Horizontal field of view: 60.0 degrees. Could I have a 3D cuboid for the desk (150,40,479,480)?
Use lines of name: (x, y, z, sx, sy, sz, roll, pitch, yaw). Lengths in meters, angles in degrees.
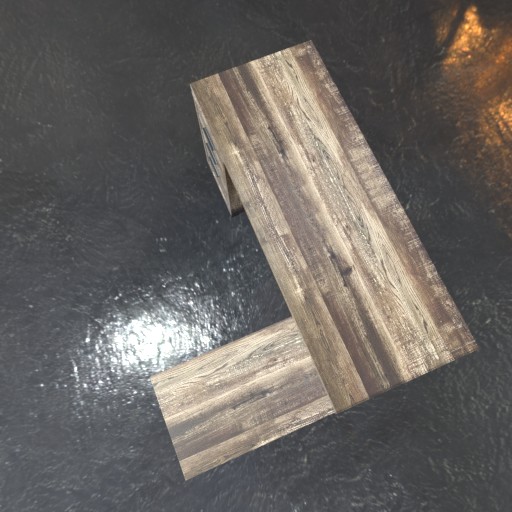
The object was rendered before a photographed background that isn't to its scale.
desk: (0.000, 0.000, 2.171, 1.200, 0.753, 1.524, -22, 76, -6)
